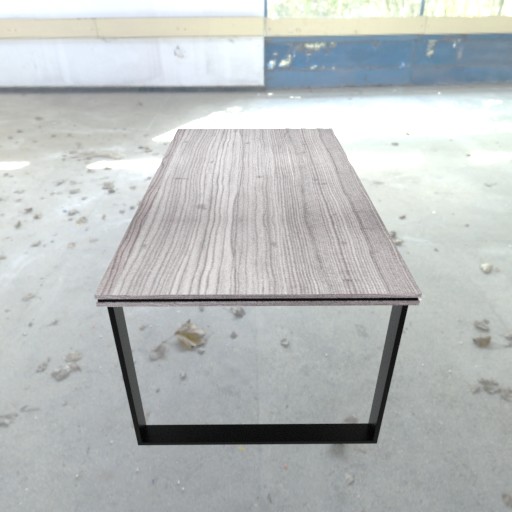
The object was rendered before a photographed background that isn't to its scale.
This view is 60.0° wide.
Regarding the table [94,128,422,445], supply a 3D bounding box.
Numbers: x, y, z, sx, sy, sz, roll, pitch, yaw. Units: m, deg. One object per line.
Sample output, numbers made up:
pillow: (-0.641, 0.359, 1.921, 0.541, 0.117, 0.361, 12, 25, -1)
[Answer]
table: (0.000, 0.000, 2.055, 0.881, 0.736, 1.579, 0, 32, 0)
